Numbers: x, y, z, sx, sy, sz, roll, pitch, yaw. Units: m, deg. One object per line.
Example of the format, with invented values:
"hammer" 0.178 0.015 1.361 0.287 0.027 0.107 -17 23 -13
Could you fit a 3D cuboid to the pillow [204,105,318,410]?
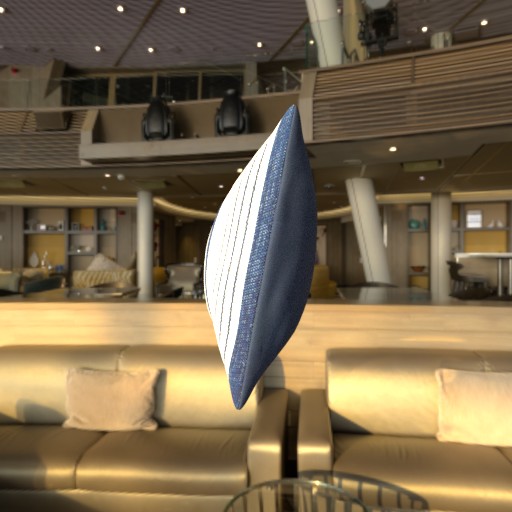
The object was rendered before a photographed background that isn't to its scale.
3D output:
"pillow" 0.000 0.000 0.716 0.156 0.292 0.608 0 0 -1
